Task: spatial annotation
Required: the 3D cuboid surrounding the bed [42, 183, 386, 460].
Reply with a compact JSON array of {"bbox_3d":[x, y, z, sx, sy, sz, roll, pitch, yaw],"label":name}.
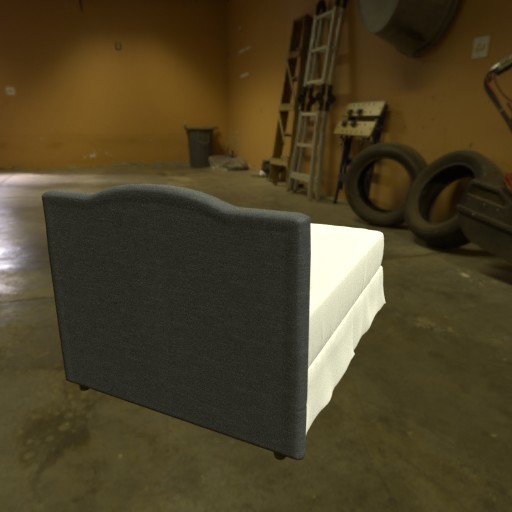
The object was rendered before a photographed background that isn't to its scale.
[{"bbox_3d":[0.000,0.000,3.555,1.747,1.441,2.507,8,19,25],"label":"bed"}]
